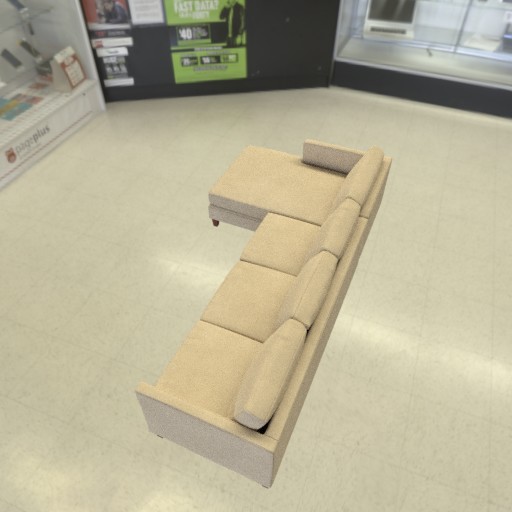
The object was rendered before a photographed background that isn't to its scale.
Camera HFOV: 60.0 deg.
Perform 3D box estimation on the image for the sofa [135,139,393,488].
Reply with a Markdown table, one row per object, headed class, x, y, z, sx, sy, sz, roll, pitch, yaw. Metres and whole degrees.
| class | x | y | z | sx | sy | sz | roll | pitch | yaw |
| --- | --- | --- | --- | --- | --- | --- | --- | --- | --- |
| sofa | 0.000 | 0.000 | 3.852 | 1.625 | 0.846 | 3.186 | 18 | 48 | 16 |
